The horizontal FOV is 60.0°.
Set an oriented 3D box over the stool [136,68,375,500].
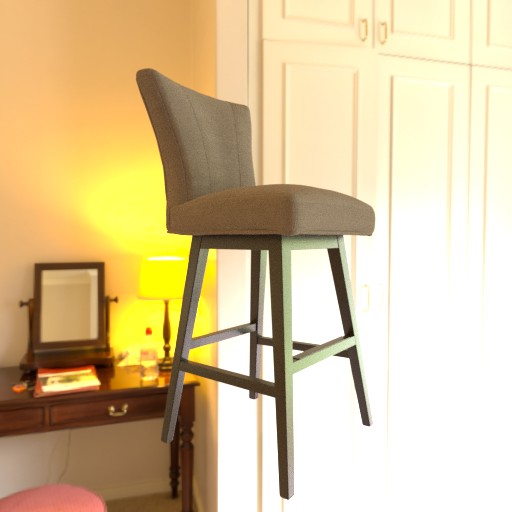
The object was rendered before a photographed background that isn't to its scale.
[{"bbox_3d":[0.000,0.000,1.355,0.574,1.086,0.514,2,3,36],"label":"stool"}]
